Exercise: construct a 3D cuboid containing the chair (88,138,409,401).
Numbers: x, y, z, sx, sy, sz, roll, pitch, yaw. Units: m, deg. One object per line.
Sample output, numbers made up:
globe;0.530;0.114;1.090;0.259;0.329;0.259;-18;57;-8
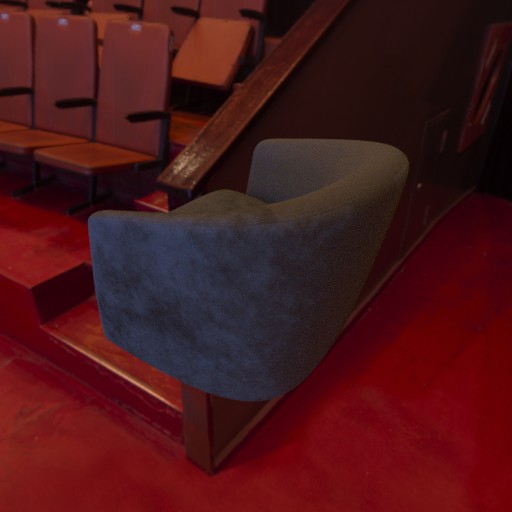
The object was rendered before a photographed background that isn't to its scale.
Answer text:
chair;0.000;0.000;1.348;0.767;0.698;0.773;19;36;29
